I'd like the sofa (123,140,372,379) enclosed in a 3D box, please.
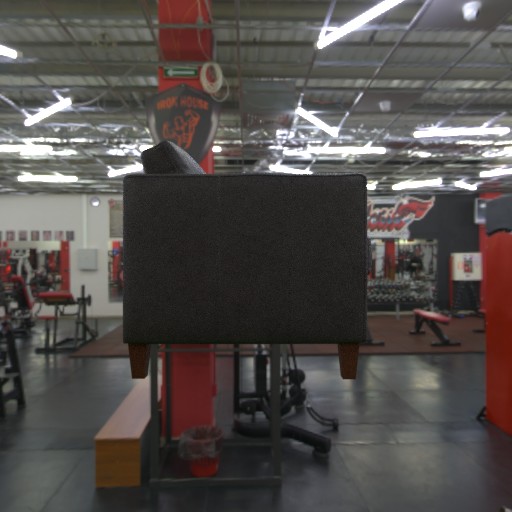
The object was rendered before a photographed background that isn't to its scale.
[{"bbox_3d":[0.000,0.000,2.956,1.045,1.006,2.464,0,0,1],"label":"sofa"}]
